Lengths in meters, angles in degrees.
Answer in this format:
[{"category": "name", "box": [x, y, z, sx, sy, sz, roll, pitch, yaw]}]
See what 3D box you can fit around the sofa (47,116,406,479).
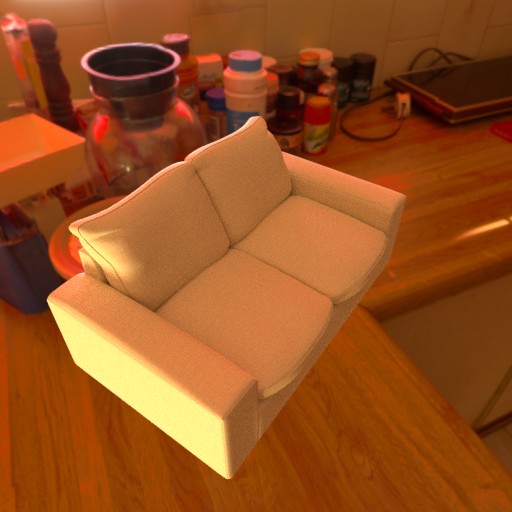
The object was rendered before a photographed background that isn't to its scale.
[{"category": "sofa", "box": [0.000, 0.000, 2.362, 1.091, 0.875, 1.754, 25, 47, 26]}]
